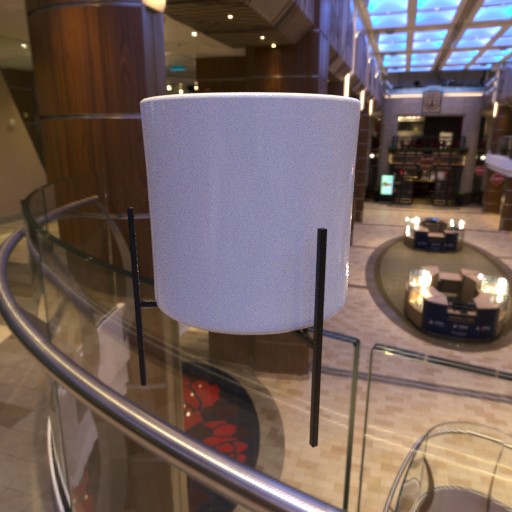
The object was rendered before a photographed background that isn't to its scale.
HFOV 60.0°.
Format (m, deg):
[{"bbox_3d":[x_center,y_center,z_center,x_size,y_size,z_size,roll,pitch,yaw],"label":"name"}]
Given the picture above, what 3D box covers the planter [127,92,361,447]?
[{"bbox_3d":[0.000,0.000,0.724,0.360,0.480,0.361,-8,18,-27],"label":"planter"}]
